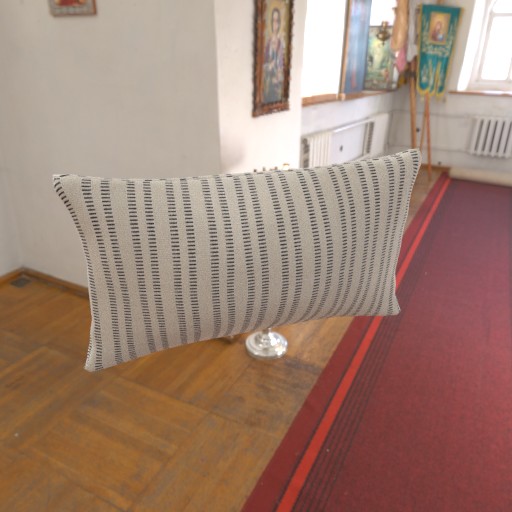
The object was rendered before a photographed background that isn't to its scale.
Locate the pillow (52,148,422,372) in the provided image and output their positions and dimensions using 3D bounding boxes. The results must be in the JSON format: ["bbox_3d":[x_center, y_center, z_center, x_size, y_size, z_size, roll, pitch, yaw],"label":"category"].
[{"bbox_3d":[0.000,0.000,0.808,0.640,0.353,0.210,-8,26,-16],"label":"pillow"}]
